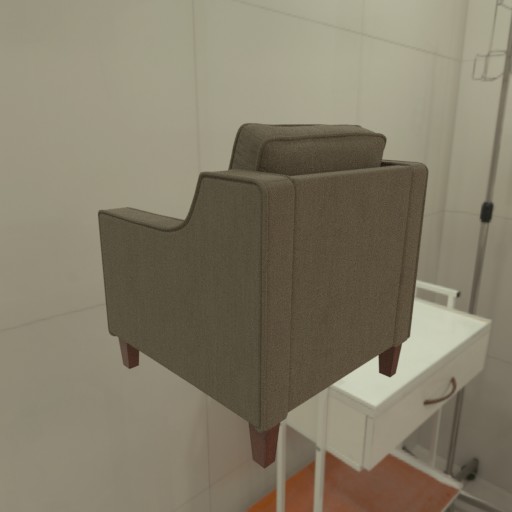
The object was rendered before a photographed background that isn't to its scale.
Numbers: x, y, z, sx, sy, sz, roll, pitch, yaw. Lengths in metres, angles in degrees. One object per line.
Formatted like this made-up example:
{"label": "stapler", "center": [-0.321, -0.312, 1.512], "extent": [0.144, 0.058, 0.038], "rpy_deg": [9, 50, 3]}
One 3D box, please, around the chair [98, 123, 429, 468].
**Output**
{"label": "chair", "center": [0.000, 0.000, 1.690], "extent": [0.831, 0.960, 0.909], "rpy_deg": [-15, 21, -42]}
